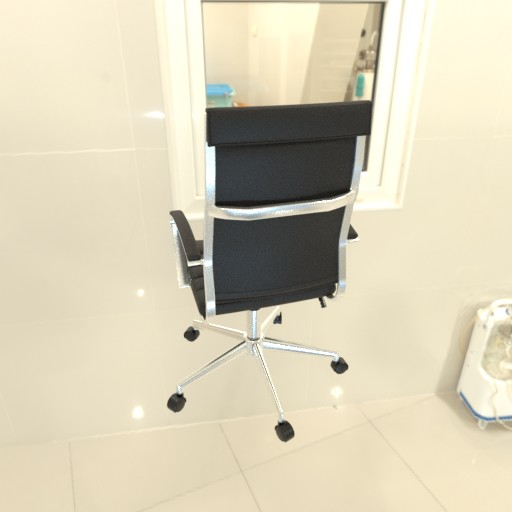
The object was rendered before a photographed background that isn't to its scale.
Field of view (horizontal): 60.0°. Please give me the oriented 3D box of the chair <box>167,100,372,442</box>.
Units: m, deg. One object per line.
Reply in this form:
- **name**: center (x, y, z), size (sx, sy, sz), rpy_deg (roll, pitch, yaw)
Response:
- **chair**: center (0.000, 0.000, 1.620), size (0.766, 1.149, 0.739), rpy_deg (-8, 28, -15)
